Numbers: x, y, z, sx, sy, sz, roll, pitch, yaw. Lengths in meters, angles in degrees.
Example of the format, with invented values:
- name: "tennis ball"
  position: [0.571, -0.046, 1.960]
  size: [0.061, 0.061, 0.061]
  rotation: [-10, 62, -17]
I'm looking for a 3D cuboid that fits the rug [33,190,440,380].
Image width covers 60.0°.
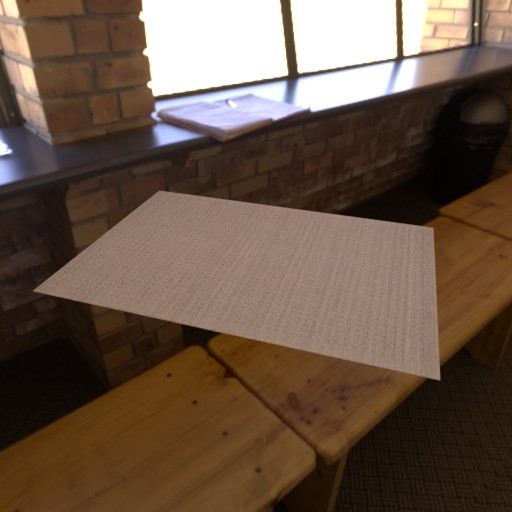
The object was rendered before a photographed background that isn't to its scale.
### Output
- name: "rug"
  position: [0.000, 0.000, 3.770]
  size: [2.895, 0.006, 1.981]
  rotation: [10, 33, 15]
